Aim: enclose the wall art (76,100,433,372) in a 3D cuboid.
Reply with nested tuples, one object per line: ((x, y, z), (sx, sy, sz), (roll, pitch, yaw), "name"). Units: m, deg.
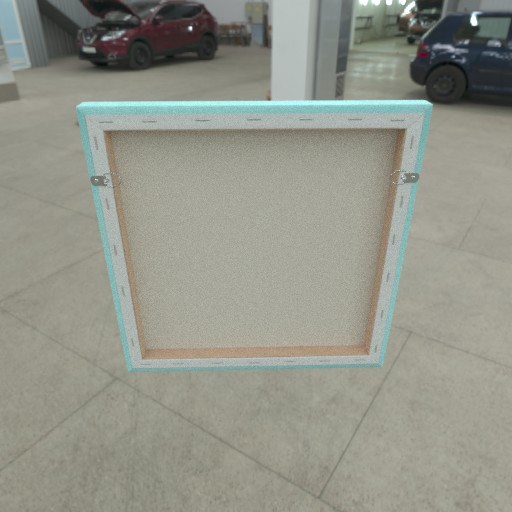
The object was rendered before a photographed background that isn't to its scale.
((0.000, 0.000, 1.153), (0.765, 0.766, 0.054), (-1, 30, -2), "wall art")
